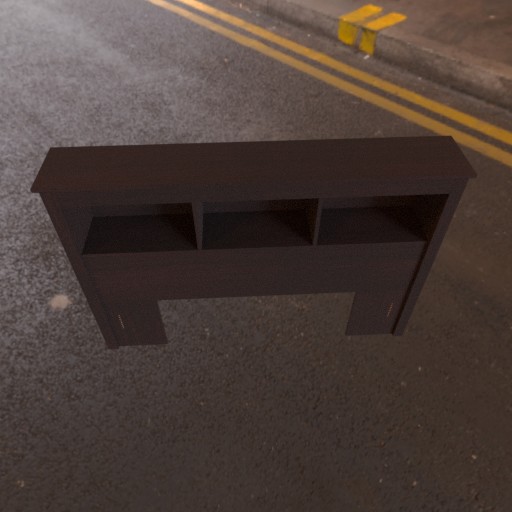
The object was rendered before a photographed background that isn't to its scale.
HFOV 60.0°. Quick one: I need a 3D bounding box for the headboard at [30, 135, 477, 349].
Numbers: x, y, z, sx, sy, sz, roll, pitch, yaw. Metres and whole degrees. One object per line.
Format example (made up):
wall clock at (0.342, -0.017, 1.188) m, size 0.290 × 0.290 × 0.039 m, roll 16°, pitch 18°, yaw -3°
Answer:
headboard at (0.000, 0.000, 2.143) m, size 1.671 × 1.092 × 0.279 m, roll -2°, pitch 46°, yaw -2°
